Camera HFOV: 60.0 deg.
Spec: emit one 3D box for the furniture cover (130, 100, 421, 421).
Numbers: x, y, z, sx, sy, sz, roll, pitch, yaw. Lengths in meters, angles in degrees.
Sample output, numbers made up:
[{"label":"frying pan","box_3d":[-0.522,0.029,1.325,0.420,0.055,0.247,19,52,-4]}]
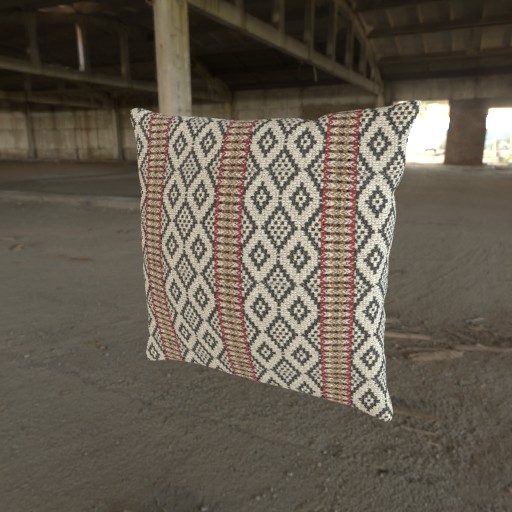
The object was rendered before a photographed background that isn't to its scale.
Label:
[{"label":"furniture cover","box_3d":[0.000,0.000,0.777,0.503,0.506,0.182,7,16,25]}]
